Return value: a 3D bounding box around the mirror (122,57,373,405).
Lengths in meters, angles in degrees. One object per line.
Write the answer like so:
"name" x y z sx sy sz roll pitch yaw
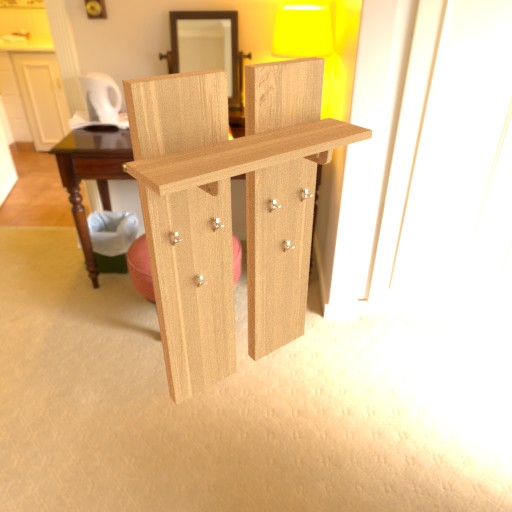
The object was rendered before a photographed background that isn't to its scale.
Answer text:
"mirror" 0.000 0.000 1.614 0.800 1.250 0.260 -22 38 -31
